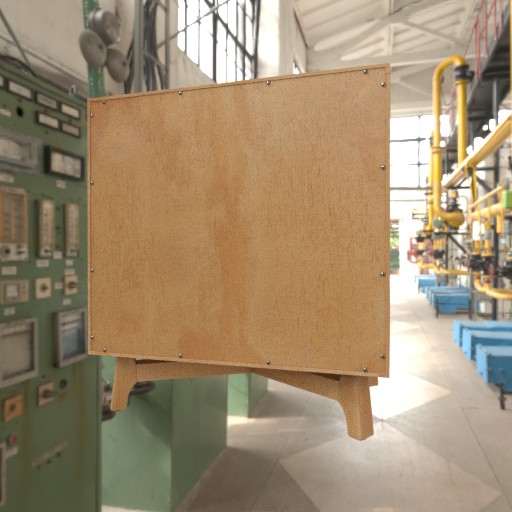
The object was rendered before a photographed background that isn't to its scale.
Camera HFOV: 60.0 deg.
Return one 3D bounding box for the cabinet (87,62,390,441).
[{"bbox_3d":[0.000,0.000,0.952,0.551,0.599,0.394,0,0,17],"label":"cabinet"}]
